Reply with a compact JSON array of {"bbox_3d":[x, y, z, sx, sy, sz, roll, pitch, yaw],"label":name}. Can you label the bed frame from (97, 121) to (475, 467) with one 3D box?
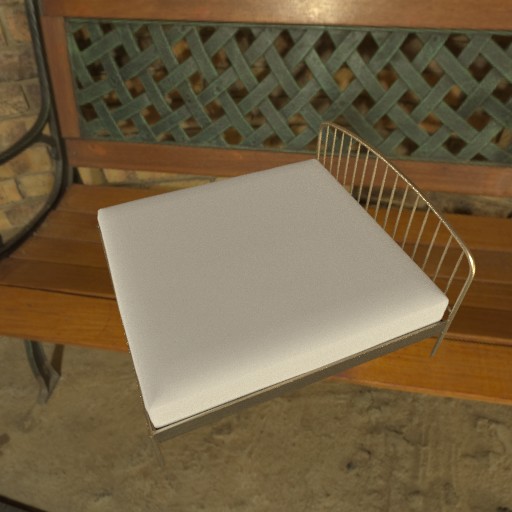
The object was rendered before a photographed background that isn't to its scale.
[{"bbox_3d":[0.000,0.000,3.380,2.152,1.174,2.016,-16,47,-16],"label":"bed frame"}]
